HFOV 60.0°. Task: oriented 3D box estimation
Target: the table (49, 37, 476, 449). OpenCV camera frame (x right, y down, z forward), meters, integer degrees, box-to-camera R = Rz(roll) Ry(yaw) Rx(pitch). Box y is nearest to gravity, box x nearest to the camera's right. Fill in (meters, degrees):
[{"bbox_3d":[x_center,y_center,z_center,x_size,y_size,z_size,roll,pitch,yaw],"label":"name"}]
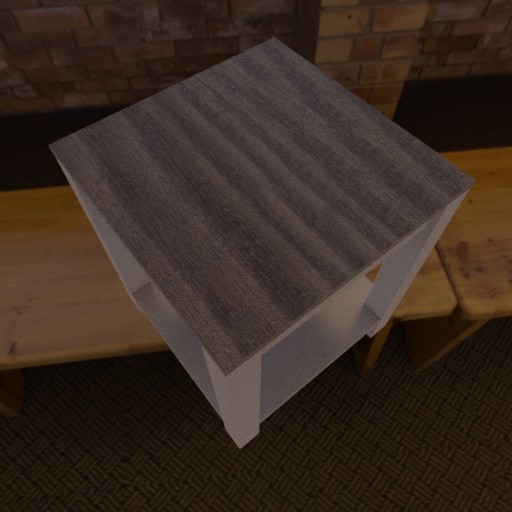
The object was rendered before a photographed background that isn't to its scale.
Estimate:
[{"bbox_3d":[0.000,0.000,0.985,0.504,0.587,0.506,-34,64,-19],"label":"table"}]
